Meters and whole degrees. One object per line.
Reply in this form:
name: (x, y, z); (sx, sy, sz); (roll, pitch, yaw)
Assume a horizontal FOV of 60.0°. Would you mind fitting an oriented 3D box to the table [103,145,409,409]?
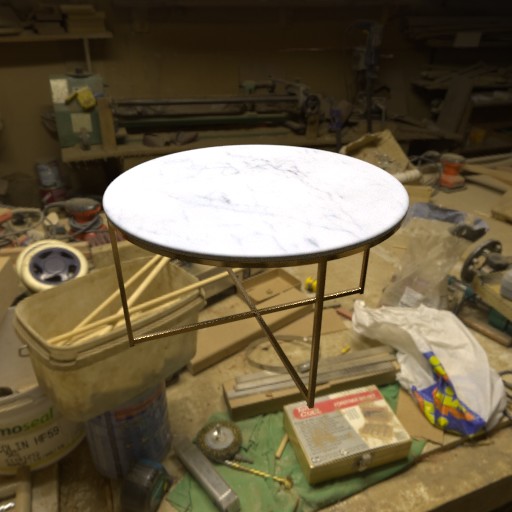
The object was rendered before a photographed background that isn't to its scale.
table: (0.000, 0.000, 1.315); (0.800, 0.450, 0.800); (0, 29, 0)
